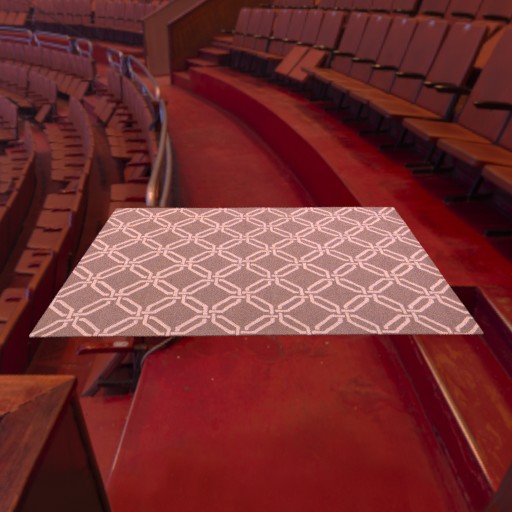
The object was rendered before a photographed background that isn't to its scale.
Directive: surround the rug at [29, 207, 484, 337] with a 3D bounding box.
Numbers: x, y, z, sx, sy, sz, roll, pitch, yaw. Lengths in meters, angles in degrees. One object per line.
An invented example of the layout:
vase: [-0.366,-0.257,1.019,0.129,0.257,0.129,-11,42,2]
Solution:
rug: [0.000,0.000,4.384,3.419,0.020,2.441,0,29,-1]
